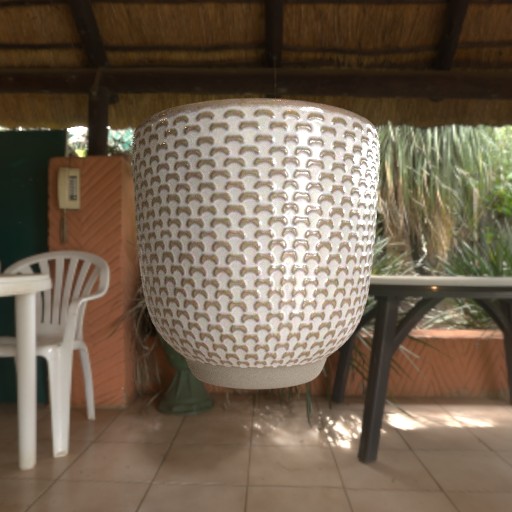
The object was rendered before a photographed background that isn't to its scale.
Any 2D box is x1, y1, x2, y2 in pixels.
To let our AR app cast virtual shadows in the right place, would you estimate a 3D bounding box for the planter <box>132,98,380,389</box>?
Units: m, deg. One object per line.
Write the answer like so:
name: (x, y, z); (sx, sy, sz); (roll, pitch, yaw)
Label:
planter: (0.000, 0.000, 0.364); (0.197, 0.191, 0.197); (0, -1, 0)
